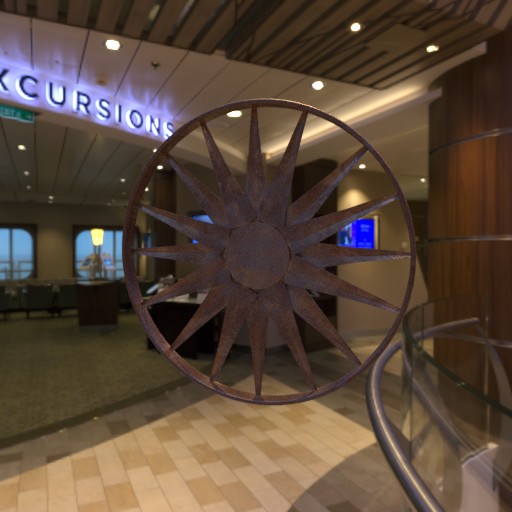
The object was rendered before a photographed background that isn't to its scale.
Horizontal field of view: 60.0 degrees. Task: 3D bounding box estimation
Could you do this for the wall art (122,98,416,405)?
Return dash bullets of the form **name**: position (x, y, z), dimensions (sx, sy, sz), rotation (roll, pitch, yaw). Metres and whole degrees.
- **wall art**: position (0.000, 0.000, 0.857), dimensions (0.582, 0.583, 0.084), rotation (0, 0, 18)
